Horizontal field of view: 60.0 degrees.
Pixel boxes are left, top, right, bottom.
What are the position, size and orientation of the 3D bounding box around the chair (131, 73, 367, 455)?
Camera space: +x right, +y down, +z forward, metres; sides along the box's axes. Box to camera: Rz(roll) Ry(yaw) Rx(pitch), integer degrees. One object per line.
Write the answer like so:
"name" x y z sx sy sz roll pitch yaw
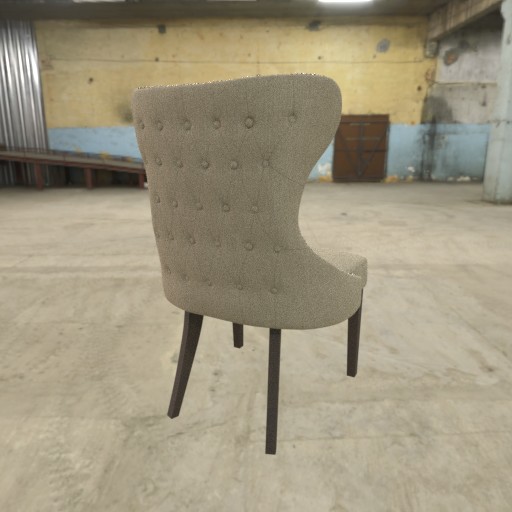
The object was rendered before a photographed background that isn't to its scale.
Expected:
"chair" 0.000 0.000 1.366 0.628 0.967 0.635 8 16 28
